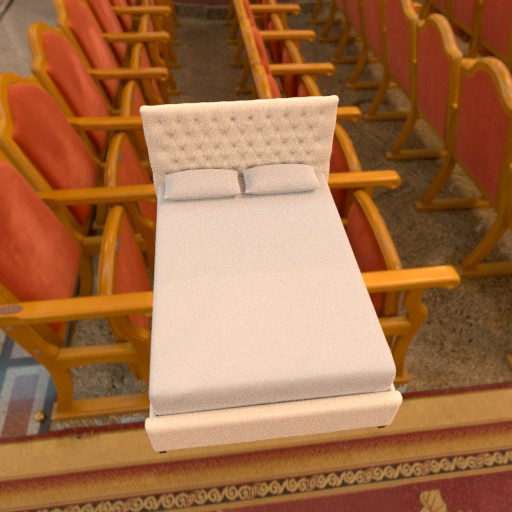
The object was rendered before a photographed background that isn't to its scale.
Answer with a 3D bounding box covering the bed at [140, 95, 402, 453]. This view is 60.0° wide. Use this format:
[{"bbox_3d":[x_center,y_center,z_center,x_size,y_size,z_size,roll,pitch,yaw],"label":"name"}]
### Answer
[{"bbox_3d":[0.000,0.000,3.470,1.698,1.427,2.387,-5,46,-5],"label":"bed"}]
